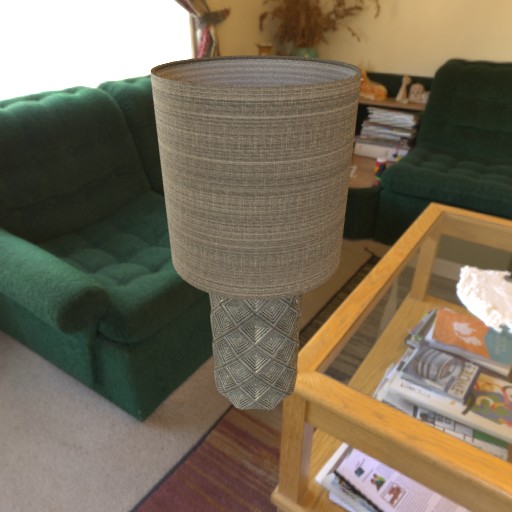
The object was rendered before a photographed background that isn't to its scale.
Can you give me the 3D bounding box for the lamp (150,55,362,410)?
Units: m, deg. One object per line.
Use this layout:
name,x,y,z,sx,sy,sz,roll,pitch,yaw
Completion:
lamp,0.000,0.000,0.718,0.268,0.566,0.269,9,32,15
